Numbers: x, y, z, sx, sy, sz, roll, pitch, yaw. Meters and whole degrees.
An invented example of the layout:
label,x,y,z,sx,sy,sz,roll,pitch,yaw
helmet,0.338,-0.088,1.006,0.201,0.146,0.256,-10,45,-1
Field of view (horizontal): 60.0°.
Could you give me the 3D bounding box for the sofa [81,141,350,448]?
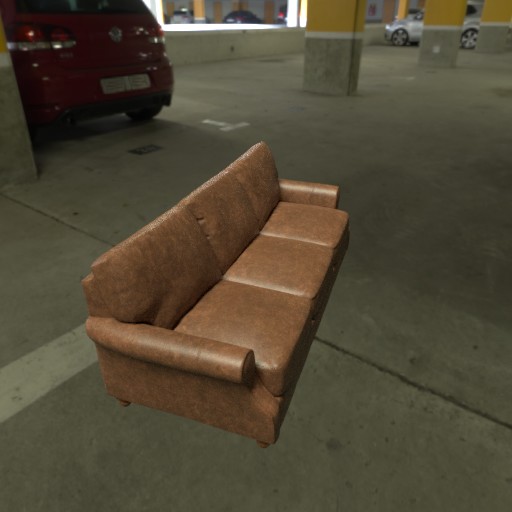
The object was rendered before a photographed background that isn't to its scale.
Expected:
label,x,y,z,sx,sy,sz,roll,pitch,yaw
sofa,0.000,0.000,2.934,0.973,0.977,2.351,9,30,17
